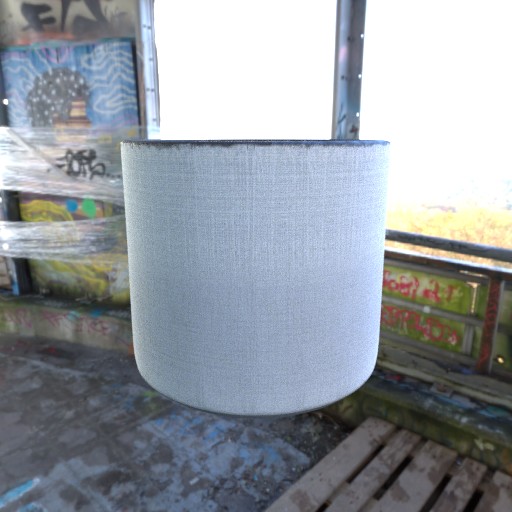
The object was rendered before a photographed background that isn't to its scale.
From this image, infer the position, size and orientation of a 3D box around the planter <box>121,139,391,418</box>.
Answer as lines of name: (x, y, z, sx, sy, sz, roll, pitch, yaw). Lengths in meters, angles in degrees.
planter: (0.000, 0.000, 0.395, 0.221, 0.201, 0.221, 0, 15, 0)
